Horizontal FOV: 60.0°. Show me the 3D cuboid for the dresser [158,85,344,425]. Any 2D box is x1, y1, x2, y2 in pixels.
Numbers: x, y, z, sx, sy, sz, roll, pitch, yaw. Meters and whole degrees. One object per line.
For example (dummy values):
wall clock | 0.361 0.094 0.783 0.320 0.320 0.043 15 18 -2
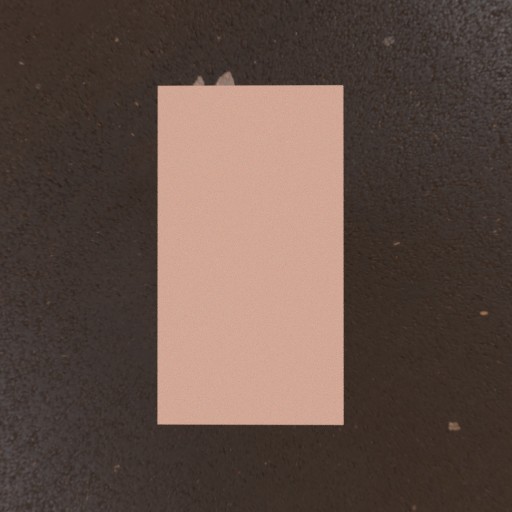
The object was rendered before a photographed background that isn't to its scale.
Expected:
dresser | 0.000 0.000 1.546 0.399 1.255 0.704 0 90 0
